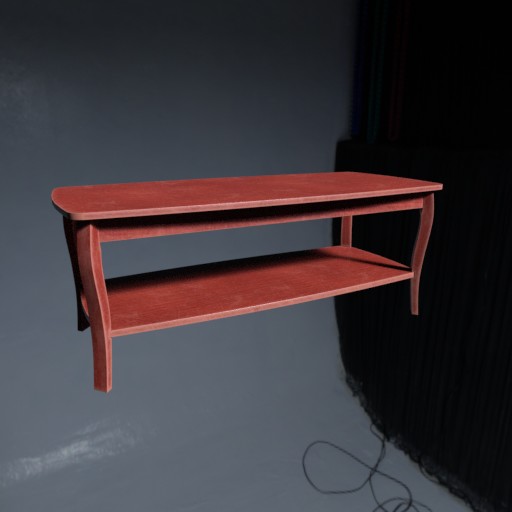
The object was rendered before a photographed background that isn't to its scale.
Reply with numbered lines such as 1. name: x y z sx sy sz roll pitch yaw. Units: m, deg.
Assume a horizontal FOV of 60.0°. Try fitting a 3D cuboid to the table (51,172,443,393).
1. table: 0.000 0.000 1.506 1.216 0.473 0.561 -8 18 -26
